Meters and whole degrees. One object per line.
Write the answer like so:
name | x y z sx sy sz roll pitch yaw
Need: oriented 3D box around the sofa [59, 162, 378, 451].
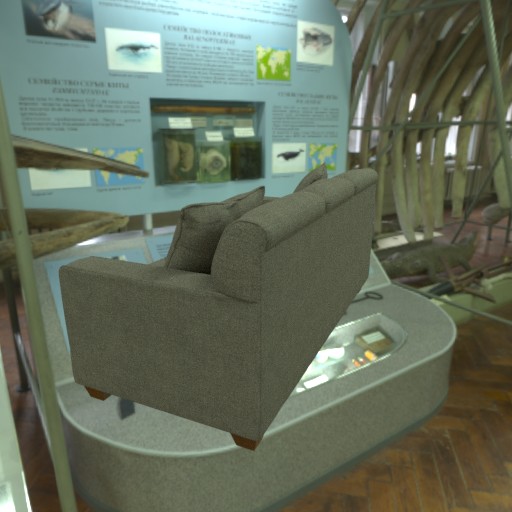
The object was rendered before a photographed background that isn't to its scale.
sofa | 0.000 0.000 2.590 0.997 0.958 2.024 8 19 24
